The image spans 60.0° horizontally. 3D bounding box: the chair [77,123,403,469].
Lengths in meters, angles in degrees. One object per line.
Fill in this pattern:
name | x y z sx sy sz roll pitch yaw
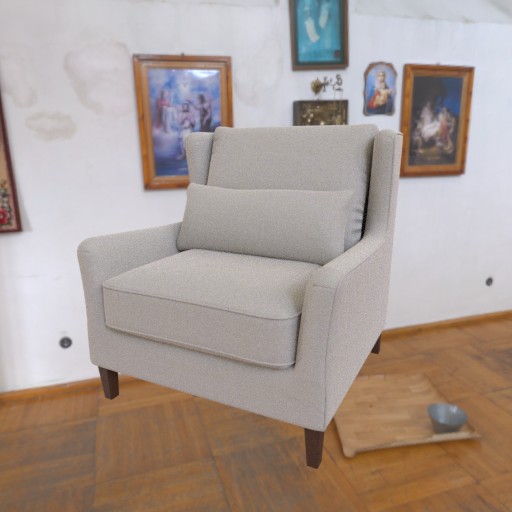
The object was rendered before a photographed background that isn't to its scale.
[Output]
chair | 0.000 0.000 1.816 0.982 1.056 1.040 7 15 26
